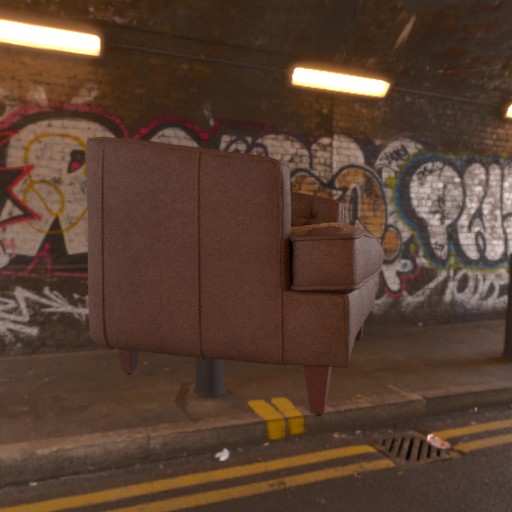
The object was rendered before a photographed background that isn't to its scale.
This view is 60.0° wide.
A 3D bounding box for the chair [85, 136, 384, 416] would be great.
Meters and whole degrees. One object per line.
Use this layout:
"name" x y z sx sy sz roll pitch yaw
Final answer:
"chair" 0.000 0.000 1.683 0.914 0.787 1.118 0 1 19
